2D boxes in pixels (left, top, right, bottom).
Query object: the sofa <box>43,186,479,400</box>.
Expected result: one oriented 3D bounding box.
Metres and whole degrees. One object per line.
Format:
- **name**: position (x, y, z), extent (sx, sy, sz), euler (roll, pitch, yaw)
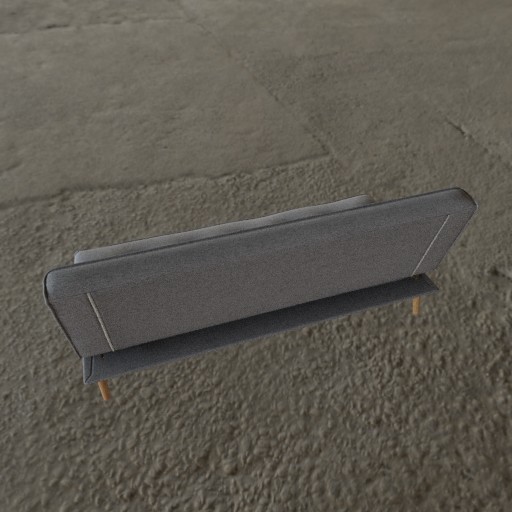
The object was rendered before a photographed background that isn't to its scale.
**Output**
- **sofa**: position (0.000, 0.000, 2.278), extent (1.820, 0.830, 0.810), euler (-12, 43, -14)
